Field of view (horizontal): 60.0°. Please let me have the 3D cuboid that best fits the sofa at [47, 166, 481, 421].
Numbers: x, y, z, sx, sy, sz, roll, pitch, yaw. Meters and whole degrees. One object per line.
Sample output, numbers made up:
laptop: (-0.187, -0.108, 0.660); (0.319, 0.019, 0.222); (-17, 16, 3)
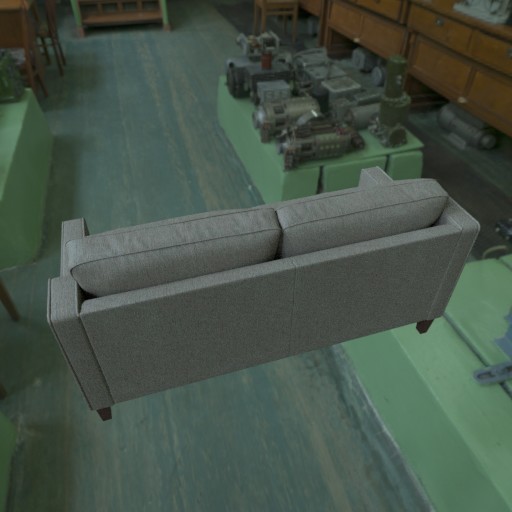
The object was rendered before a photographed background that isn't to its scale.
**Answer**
sofa: (0.000, 0.000, 2.711); (2.181, 1.074, 1.073); (-12, 42, -14)
